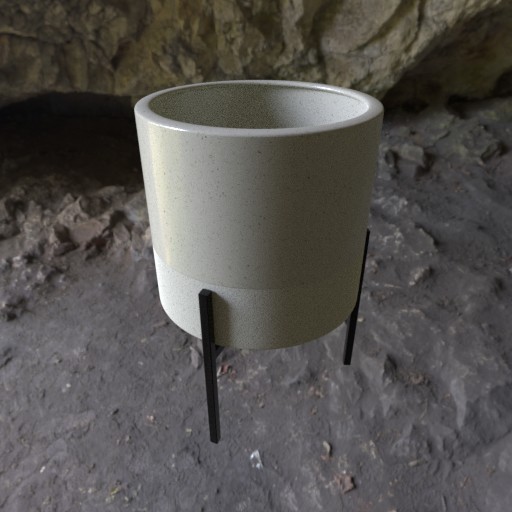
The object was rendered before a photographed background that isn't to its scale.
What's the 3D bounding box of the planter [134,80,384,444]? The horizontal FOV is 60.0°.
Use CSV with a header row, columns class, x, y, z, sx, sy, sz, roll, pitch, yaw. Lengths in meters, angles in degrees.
class,x,y,z,sx,sy,sz,roll,pitch,yaw
planter,0.000,0.000,0.338,0.152,0.230,0.159,-20,36,-30
